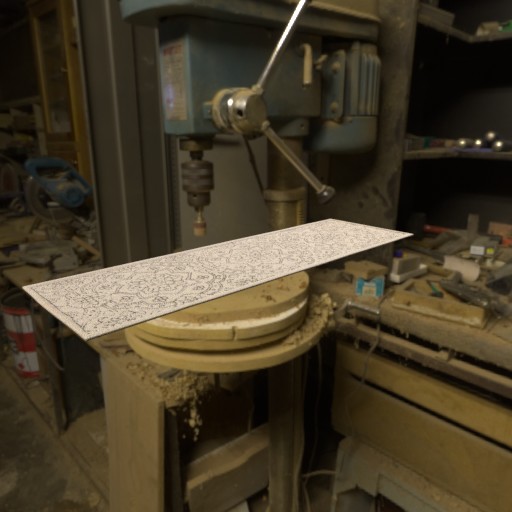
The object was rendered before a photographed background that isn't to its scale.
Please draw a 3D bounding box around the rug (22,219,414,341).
[{"bbox_3d":[0.000,0.000,2.710,2.448,0.012,0.769,-15,22,-41],"label":"rug"}]
